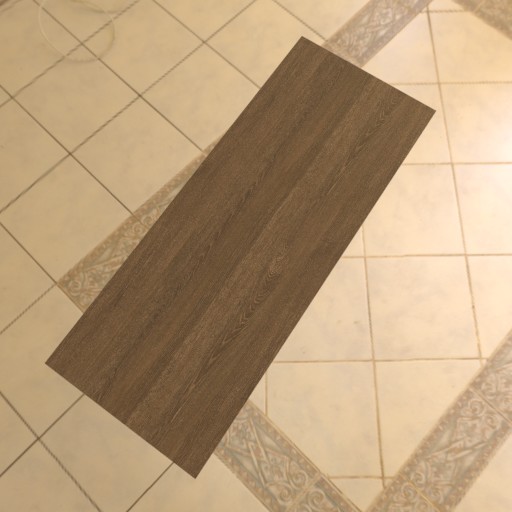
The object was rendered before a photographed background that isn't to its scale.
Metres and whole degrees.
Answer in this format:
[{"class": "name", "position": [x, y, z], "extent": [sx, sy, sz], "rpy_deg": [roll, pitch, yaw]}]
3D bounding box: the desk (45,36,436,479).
[{"class": "desk", "position": [0.000, 0.000, 1.907], "extent": [0.600, 0.760, 1.524], "rpy_deg": [33, 77, 9]}]
